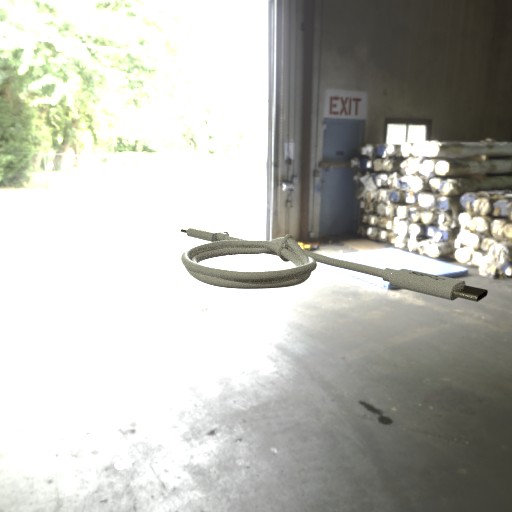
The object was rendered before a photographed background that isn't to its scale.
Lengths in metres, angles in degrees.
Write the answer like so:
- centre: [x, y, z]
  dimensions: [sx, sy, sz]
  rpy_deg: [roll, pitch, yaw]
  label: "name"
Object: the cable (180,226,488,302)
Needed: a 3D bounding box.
- centre: [0.000, 0.000, 0.210]
  dimensions: [0.070, 0.014, 0.186]
  rpy_deg: [-13, 19, -43]
  label: "cable"
